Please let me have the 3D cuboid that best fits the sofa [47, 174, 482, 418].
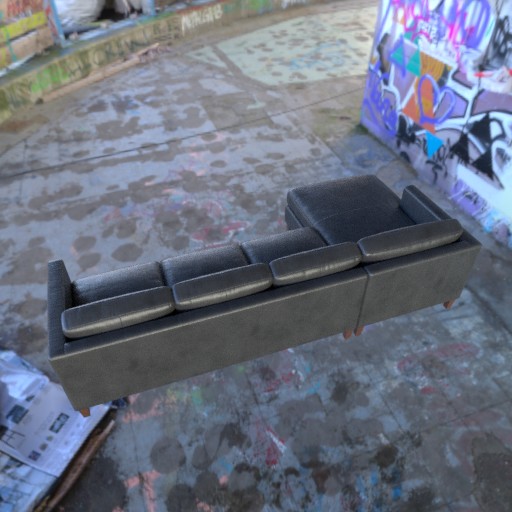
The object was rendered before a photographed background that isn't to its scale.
[{"bbox_3d":[0.000,0.000,3.796,3.203,0.883,1.581,-13,43,-15],"label":"sofa"}]
